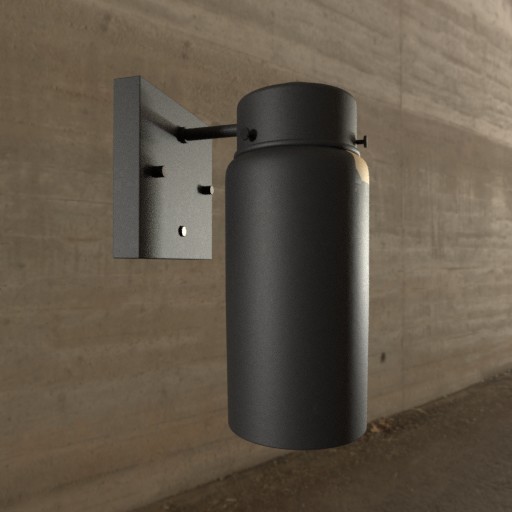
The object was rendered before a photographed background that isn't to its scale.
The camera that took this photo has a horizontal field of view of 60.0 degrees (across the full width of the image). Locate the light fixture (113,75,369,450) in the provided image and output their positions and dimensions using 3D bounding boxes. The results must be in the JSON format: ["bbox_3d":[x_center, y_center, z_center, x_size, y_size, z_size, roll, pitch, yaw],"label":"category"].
[{"bbox_3d":[0.000,0.000,0.354,0.176,0.257,0.130,0,-1,17],"label":"light fixture"}]
